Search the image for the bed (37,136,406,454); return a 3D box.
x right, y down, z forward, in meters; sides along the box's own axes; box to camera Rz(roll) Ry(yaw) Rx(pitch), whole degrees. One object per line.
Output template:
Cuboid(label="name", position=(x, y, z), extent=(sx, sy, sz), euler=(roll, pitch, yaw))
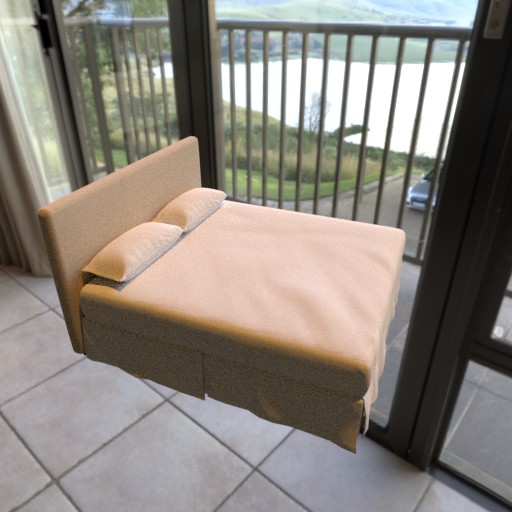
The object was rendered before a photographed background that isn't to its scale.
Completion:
Cuboid(label="bed", position=(0.000, 0.000, 3.675), extent=(2.319, 1.317, 2.119), euler=(11, 32, 19))
